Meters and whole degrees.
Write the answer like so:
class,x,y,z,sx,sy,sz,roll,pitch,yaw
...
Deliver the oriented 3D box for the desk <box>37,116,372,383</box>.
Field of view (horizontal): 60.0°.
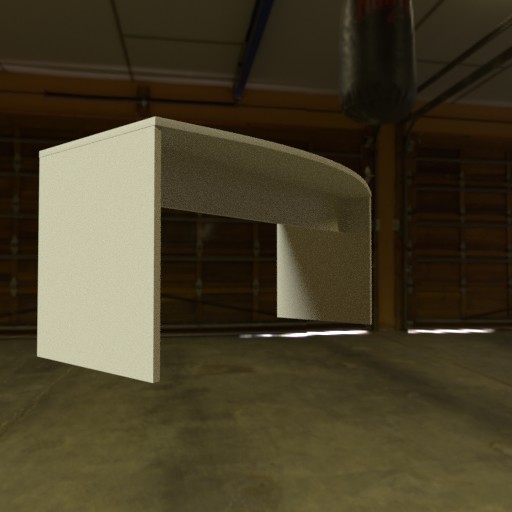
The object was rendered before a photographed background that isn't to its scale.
class,x,y,z,sx,sy,sz,roll,pitch,yaw
desk,0.000,0.000,2.027,0.802,0.750,1.600,-1,-2,36
